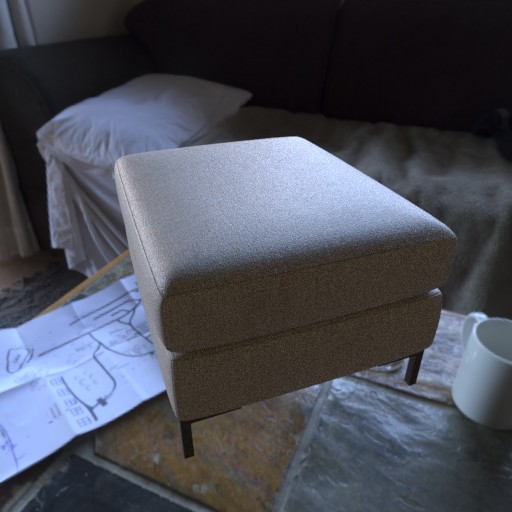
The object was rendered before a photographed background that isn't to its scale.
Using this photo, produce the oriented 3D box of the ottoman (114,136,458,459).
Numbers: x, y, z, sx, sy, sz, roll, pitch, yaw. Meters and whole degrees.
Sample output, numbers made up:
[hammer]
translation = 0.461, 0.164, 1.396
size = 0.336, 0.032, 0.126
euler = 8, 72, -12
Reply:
[ottoman]
translation = 0.000, 0.000, 1.258
size = 0.671, 0.490, 0.820
euler = -11, 33, -18
